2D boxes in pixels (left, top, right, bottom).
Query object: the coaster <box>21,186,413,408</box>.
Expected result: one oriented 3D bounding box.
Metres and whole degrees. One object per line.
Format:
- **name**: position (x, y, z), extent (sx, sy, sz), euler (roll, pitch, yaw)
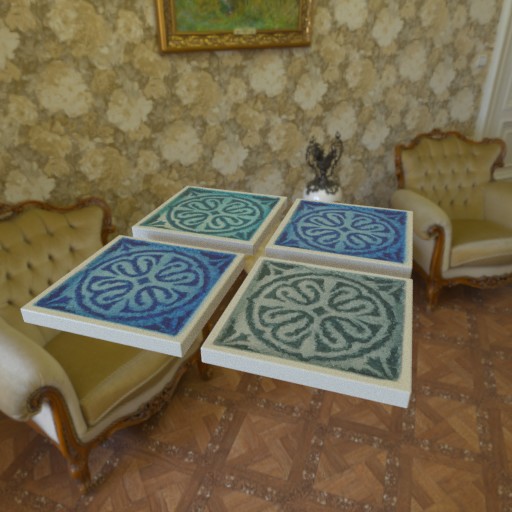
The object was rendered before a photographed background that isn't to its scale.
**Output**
- **coaster**: position (0.000, 0.000, 0.319), extent (0.214, 0.010, 0.219), euler (9, 30, 15)
